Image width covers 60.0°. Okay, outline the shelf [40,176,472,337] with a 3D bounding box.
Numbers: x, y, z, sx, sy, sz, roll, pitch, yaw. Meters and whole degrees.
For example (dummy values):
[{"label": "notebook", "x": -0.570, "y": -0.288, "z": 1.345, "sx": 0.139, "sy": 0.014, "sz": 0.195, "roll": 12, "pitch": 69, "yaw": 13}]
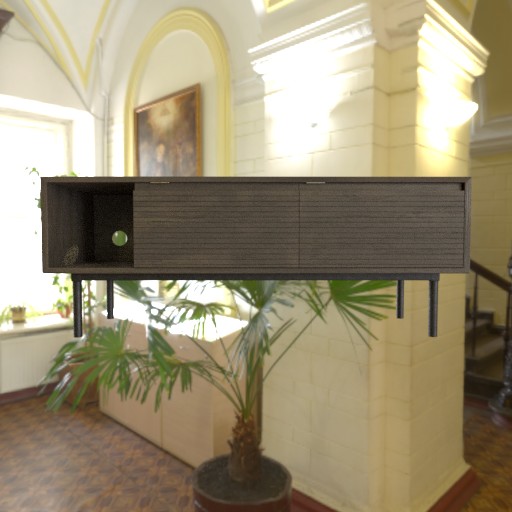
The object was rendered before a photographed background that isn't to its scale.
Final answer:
[{"label": "shelf", "x": 0.000, "y": 0.000, "z": 1.538, "sx": 1.300, "sy": 0.495, "sz": 0.400, "roll": 0, "pitch": 2, "yaw": 0}]
